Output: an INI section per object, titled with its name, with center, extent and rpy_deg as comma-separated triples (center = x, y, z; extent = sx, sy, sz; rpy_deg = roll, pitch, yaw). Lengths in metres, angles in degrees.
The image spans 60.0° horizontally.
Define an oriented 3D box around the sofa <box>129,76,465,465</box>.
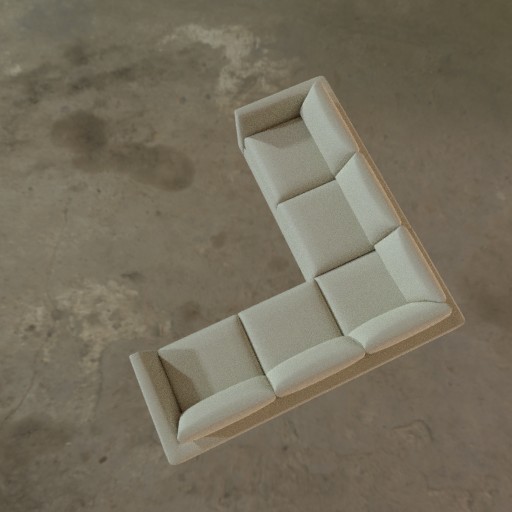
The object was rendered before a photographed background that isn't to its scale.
[sofa]
center = 0.000, 0.000, 3.776
extent = 2.448, 0.867, 2.430
rpy_deg = -24, 77, -6
